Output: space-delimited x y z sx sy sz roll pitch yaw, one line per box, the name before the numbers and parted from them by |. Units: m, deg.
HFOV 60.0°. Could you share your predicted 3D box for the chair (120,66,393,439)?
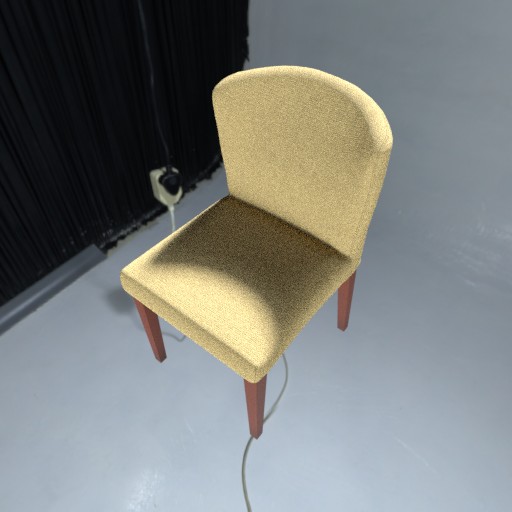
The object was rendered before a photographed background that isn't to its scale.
chair | 0.000 0.000 1.234 0.491 0.839 0.589 30 53 26
